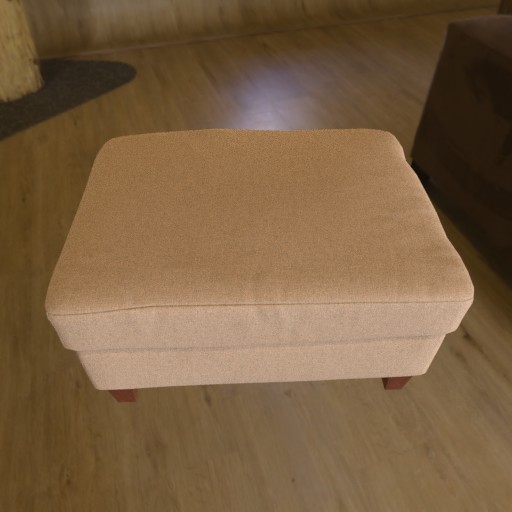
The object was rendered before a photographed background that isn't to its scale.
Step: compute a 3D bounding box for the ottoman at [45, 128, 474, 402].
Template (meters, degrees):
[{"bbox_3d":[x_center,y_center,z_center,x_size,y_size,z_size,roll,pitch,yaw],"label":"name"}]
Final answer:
[{"bbox_3d":[0.000,0.000,1.262,0.902,0.511,0.692,-2,45,-2],"label":"ottoman"}]
